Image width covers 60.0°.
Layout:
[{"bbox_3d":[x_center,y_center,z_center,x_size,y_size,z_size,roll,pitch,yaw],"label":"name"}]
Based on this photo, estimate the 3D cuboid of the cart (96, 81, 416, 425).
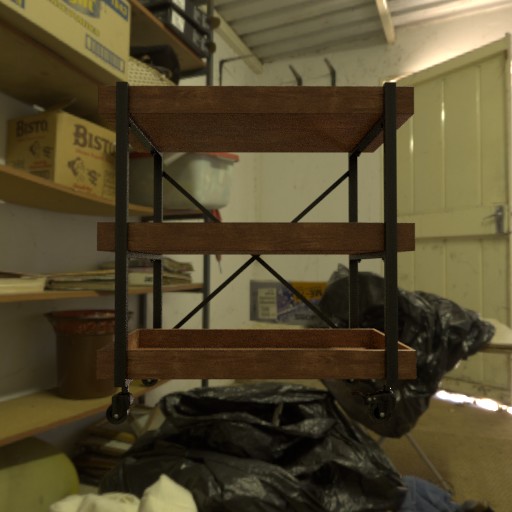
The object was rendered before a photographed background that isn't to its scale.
[{"bbox_3d":[0.000,0.000,1.225,0.750,0.800,0.411,0,-1,0],"label":"cart"}]
